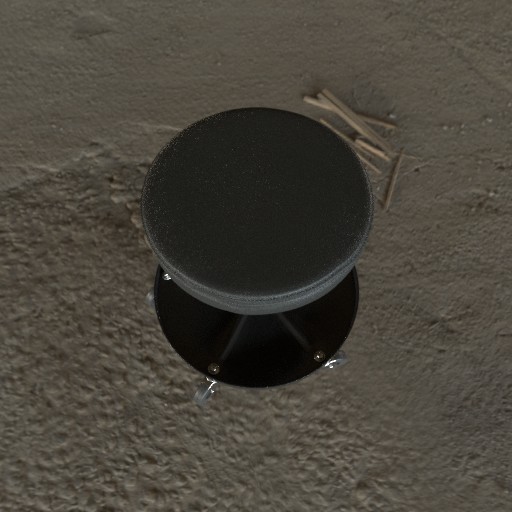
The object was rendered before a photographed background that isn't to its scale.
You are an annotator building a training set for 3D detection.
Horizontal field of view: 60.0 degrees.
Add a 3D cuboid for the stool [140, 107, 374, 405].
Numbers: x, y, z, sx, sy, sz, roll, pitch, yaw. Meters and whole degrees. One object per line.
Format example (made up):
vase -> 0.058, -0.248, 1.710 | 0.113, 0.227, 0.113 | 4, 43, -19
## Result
stool -> 0.000, 0.000, 0.679 | 0.381, 0.365, 0.382 | -30, 68, -14
